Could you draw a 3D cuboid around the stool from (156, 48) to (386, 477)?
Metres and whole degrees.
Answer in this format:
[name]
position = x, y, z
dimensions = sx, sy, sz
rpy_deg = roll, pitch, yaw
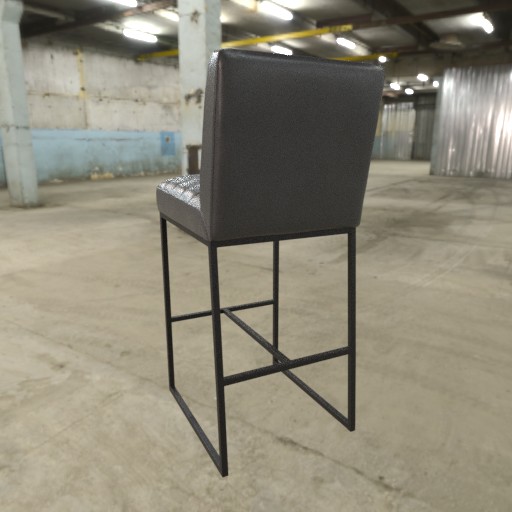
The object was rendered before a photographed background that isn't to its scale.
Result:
[stool]
position = 0.000, 0.000, 1.333
dimensions = 0.457, 1.040, 0.552
rpy_deg = -7, 15, -26
